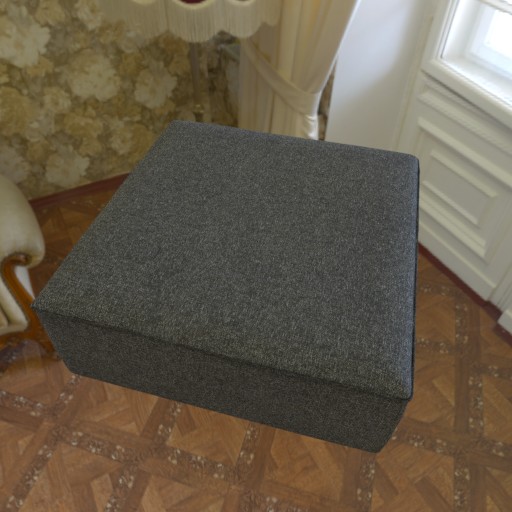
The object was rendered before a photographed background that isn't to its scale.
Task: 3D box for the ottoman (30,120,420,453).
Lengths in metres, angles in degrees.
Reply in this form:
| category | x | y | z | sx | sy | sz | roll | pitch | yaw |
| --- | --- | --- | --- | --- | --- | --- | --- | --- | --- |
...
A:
| category | x | y | z | sx | sy | sz | roll | pitch | yaw |
| --- | --- | --- | --- | --- | --- | --- | --- | --- | --- |
| ottoman | 0.000 | 0.000 | 1.540 | 1.021 | 0.423 | 1.017 | 12 | 48 | 11 |
